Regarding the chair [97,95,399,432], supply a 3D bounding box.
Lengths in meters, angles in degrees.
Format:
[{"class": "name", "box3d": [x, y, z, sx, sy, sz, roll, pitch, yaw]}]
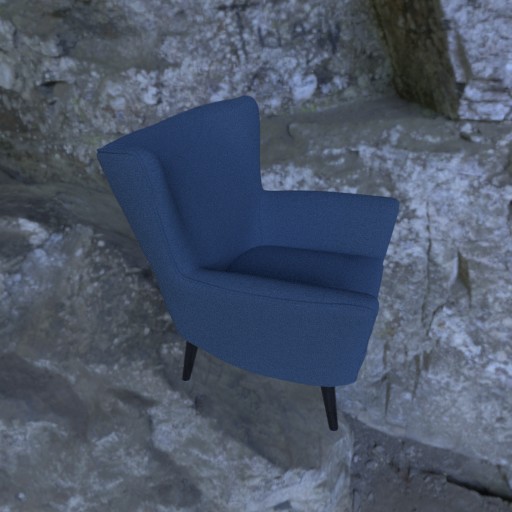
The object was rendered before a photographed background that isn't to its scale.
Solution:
[{"class": "chair", "box3d": [0.000, 0.000, 1.558, 0.888, 0.933, 0.781, 10, 31, 17]}]
